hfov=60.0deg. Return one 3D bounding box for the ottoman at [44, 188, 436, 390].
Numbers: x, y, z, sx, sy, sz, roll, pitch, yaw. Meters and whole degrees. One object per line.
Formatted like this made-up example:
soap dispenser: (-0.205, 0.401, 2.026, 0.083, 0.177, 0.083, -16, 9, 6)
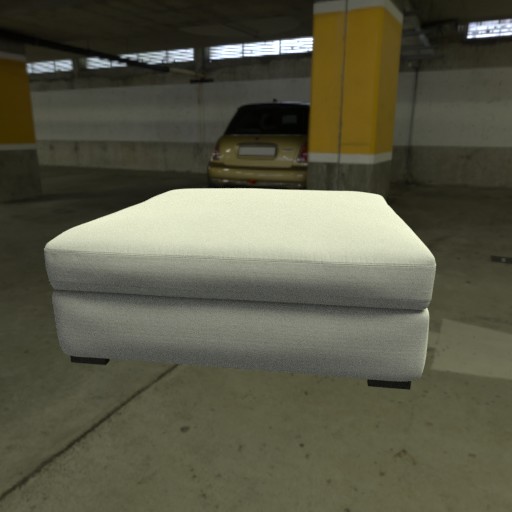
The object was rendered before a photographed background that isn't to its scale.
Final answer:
ottoman: (0.000, 0.000, 1.820, 1.167, 0.482, 1.163, 2, 16, 8)
